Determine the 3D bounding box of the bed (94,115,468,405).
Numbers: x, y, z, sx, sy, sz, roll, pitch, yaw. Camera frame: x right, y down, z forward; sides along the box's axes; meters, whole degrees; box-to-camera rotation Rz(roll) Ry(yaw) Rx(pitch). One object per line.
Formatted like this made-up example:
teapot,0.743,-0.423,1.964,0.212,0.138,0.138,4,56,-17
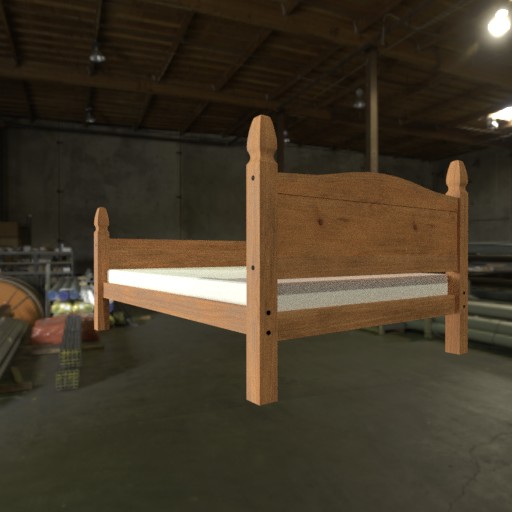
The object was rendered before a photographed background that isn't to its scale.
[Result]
bed,0.000,0.000,2.921,1.490,1.100,2.069,0,0,-36
